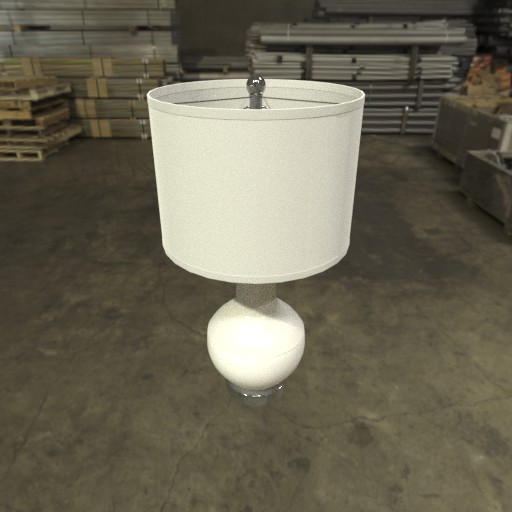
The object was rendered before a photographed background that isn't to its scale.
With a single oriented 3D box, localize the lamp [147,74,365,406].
[{"bbox_3d":[0.000,0.000,0.884,0.357,0.673,0.357,0,28,0],"label":"lamp"}]
